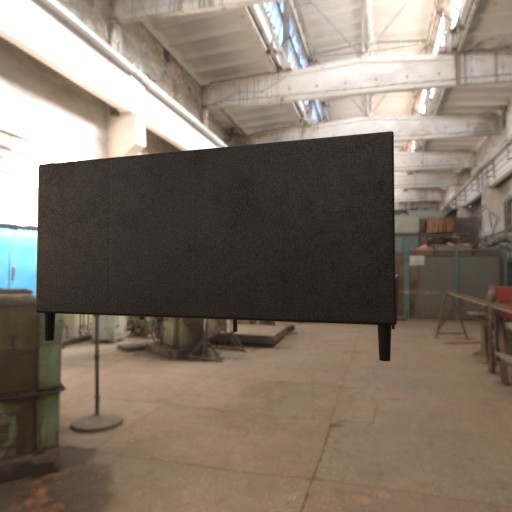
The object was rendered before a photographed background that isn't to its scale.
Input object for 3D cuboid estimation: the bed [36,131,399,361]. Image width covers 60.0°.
[{"bbox_3d":[0.000,0.000,3.318,2.018,1.046,2.152,-1,-2,18],"label":"bed"}]
